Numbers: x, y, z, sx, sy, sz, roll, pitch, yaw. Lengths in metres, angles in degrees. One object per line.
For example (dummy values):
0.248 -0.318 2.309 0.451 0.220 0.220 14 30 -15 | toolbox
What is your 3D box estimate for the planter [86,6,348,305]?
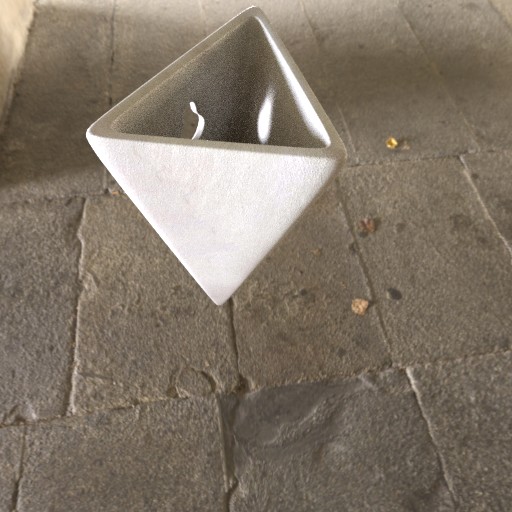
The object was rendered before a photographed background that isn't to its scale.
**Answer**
0.000 0.000 0.260 0.081 0.224 0.101 32 64 18 | planter
